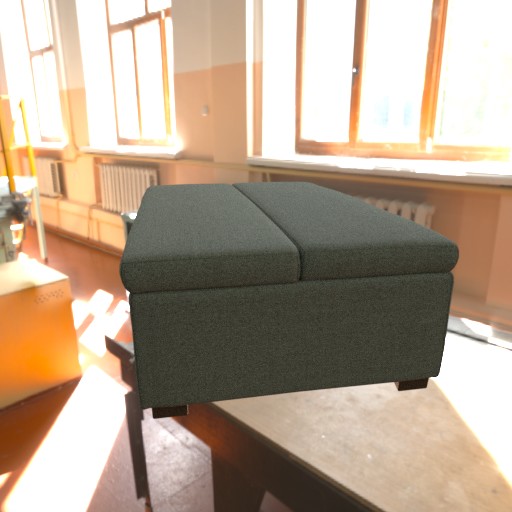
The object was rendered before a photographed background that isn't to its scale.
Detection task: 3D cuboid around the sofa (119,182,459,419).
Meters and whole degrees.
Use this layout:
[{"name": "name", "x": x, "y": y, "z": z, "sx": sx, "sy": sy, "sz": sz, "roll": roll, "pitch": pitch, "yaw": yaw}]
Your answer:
[{"name": "sofa", "x": 0.000, "y": 0.000, "z": 1.616, "sx": 0.817, "sy": 0.434, "sz": 1.250, "roll": -3, "pitch": 16, "yaw": -10}]
